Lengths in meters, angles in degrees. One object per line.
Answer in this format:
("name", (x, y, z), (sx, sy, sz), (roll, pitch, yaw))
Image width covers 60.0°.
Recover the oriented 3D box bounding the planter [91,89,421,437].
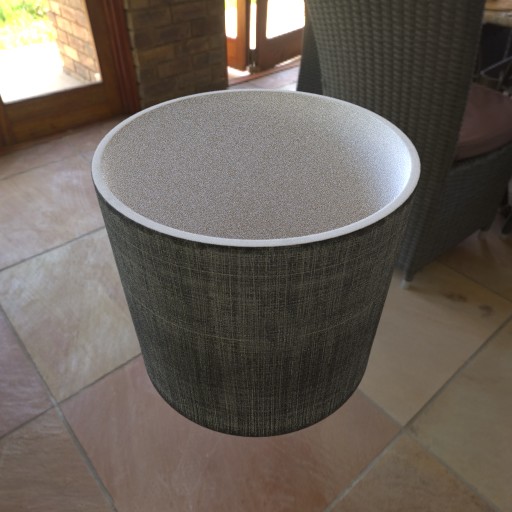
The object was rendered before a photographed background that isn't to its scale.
("planter", (0.000, 0.000, 0.373), (0.221, 0.201, 0.221), (0, 41, 0))
